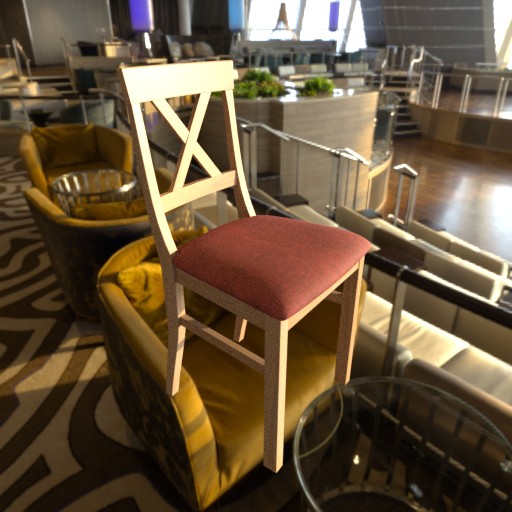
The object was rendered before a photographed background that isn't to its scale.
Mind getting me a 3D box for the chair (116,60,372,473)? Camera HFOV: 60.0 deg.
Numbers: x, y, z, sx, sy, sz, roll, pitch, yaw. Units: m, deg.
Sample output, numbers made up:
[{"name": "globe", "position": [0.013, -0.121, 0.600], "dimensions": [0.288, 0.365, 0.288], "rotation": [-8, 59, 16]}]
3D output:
[{"name": "chair", "position": [0.000, 0.000, 1.161], "dimensions": [0.492, 0.912, 0.439], "rotation": [18, 32, 32]}]
